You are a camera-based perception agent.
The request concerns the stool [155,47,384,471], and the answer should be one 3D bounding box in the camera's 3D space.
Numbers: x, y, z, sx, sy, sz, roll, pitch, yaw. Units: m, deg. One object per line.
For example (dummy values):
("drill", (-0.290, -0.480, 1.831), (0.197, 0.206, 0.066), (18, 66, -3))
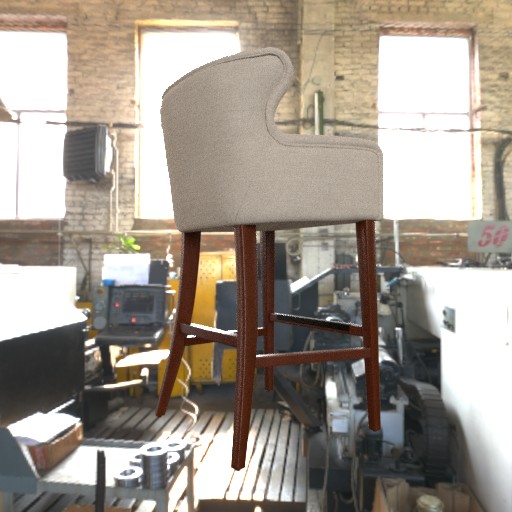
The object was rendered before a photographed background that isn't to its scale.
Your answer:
("stool", (0.000, 0.000, 1.376), (0.563, 1.034, 0.556), (1, -1, -36))
